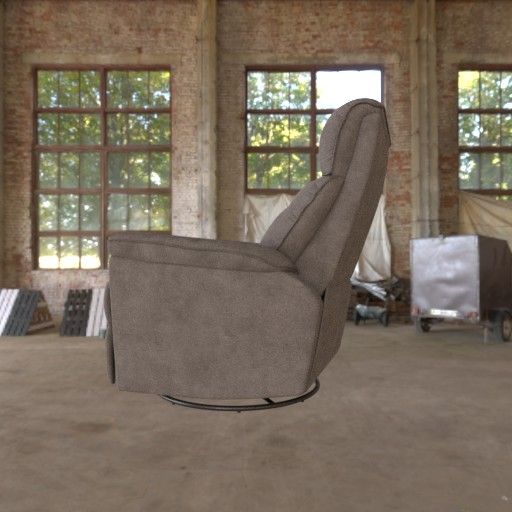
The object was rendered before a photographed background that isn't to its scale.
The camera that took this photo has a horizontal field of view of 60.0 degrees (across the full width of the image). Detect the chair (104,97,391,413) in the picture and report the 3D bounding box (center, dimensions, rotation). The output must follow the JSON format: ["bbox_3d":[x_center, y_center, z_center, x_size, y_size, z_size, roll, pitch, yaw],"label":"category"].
[{"bbox_3d":[0.000,0.000,1.761,1.009,1.036,0.830,0,0,19],"label":"chair"}]
